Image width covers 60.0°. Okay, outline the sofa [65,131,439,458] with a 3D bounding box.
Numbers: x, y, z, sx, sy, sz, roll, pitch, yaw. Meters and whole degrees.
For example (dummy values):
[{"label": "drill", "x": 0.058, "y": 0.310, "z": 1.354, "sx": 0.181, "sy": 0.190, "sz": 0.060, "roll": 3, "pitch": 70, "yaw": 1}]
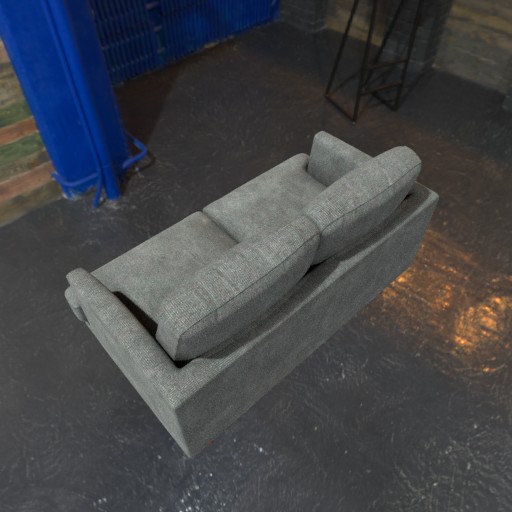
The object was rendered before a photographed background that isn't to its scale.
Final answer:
[{"label": "sofa", "x": 0.000, "y": 0.000, "z": 2.132, "sx": 1.582, "sy": 0.956, "sz": 0.903, "roll": -34, "pitch": 57, "yaw": -27}]
